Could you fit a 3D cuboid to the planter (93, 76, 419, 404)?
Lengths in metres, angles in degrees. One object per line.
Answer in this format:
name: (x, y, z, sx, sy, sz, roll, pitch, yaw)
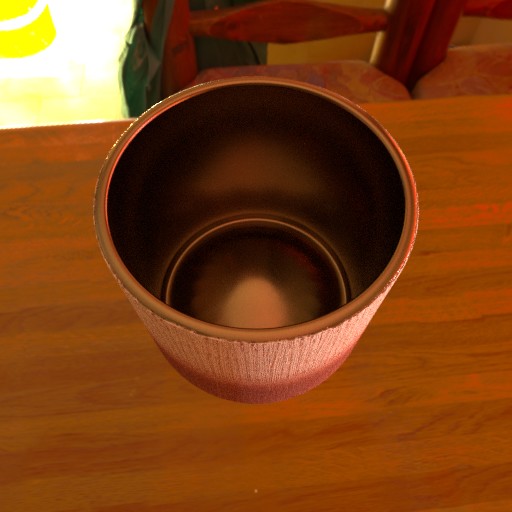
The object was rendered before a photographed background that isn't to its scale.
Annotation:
planter: (0.000, 0.000, 0.385, 0.221, 0.201, 0.221, 0, 62, 0)
